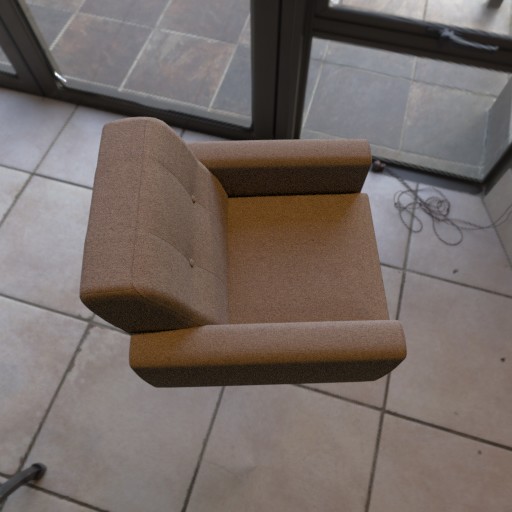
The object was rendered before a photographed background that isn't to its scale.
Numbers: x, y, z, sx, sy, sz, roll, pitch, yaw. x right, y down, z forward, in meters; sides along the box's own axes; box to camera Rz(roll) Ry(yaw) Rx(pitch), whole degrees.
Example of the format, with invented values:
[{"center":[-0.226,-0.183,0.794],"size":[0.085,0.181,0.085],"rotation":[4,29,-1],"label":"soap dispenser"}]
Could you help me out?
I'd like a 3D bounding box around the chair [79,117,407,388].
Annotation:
[{"center":[0.000,0.000,1.572],"size":[0.907,0.839,0.831],"rotation":[-2,65,-1],"label":"chair"}]
